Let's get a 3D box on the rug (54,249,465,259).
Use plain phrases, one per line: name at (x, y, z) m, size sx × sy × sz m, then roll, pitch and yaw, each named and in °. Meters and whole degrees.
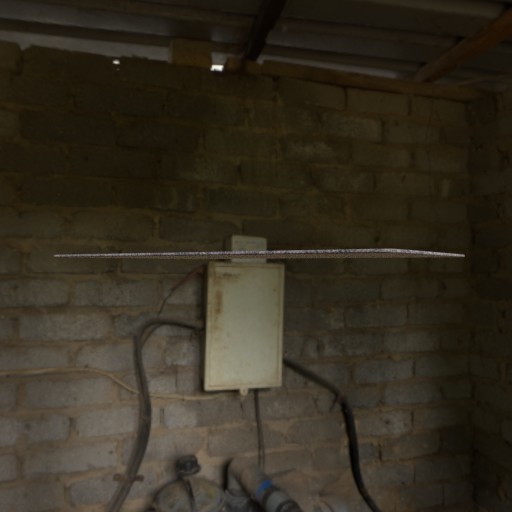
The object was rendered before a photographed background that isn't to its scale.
rug at (0.000, 0.000, 2.238) m, size 1.752 × 0.013 × 1.158 m, roll -1°, pitch -1°, yaw 35°
